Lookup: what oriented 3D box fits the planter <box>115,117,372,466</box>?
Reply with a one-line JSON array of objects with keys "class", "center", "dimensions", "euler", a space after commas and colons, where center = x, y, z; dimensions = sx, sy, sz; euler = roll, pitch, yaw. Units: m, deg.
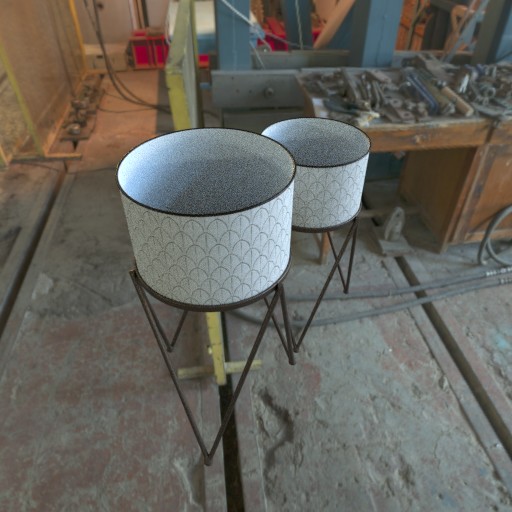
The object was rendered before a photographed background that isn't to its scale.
[{"class": "planter", "center": [0.000, 0.000, 1.173], "dimensions": [0.413, 0.712, 0.769], "euler": [26, 46, 28]}]
